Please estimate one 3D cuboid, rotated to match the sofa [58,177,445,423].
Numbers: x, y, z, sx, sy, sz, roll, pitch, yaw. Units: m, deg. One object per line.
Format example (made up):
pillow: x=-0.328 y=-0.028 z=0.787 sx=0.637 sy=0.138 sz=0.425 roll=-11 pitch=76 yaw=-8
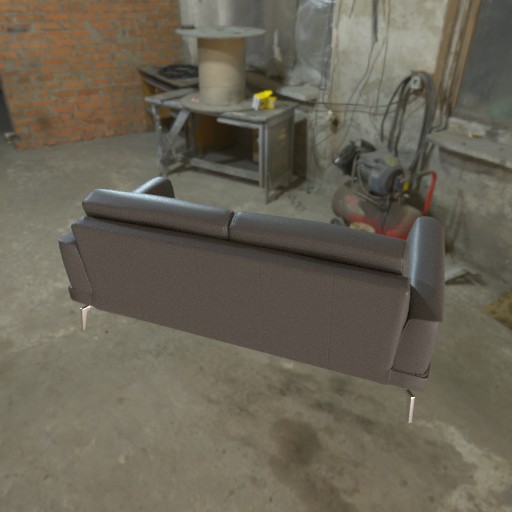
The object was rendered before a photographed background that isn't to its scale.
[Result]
sofa: x=0.000 y=0.000 z=2.761 sx=2.177 sy=0.930 sz=1.121 roll=11 pitch=33 yaw=17
